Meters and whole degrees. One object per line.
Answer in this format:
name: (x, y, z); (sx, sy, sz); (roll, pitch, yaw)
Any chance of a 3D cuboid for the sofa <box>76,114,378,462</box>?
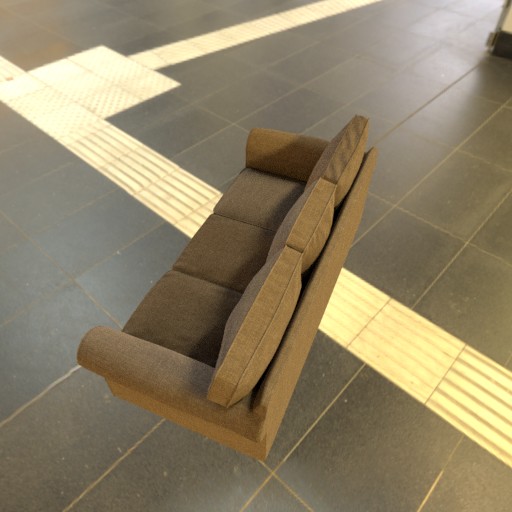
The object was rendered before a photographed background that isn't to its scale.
sofa: (0.000, 0.000, 2.612); (0.916, 0.961, 2.084); (17, 49, 16)
